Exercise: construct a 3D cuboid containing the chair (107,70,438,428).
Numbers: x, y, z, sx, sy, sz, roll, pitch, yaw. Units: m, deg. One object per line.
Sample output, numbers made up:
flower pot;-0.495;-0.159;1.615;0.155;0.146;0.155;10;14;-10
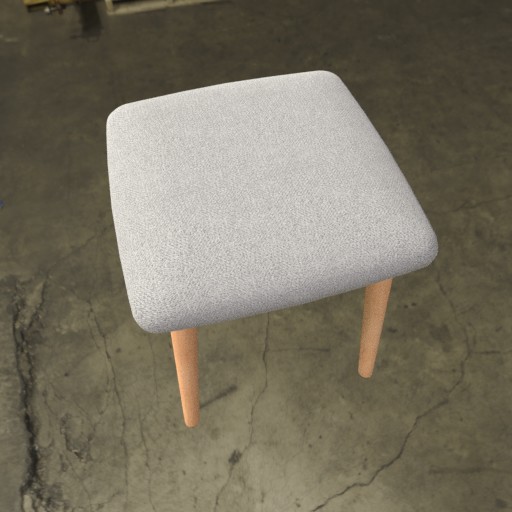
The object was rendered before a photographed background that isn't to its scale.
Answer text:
chair;0.000;0.000;0.691;0.350;0.440;0.350;-13;58;-8
